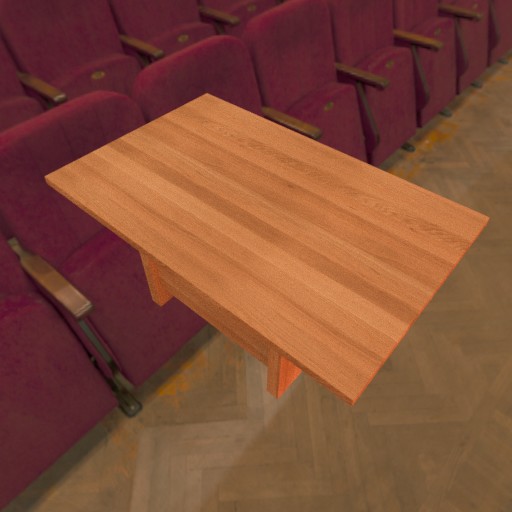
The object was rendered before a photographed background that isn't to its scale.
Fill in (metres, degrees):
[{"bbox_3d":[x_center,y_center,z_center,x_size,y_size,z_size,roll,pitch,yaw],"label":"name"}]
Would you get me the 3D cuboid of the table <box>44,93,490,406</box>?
[{"bbox_3d":[0.000,0.000,1.472,1.100,0.510,0.700,32,55,26],"label":"table"}]
